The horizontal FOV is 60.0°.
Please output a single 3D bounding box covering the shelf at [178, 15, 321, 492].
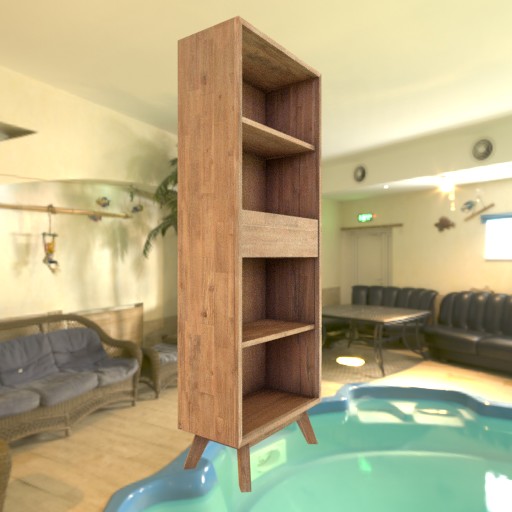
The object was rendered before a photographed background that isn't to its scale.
[{"bbox_3d":[0.000,0.000,1.505,0.267,1.342,0.491,0,0,36],"label":"shelf"}]
